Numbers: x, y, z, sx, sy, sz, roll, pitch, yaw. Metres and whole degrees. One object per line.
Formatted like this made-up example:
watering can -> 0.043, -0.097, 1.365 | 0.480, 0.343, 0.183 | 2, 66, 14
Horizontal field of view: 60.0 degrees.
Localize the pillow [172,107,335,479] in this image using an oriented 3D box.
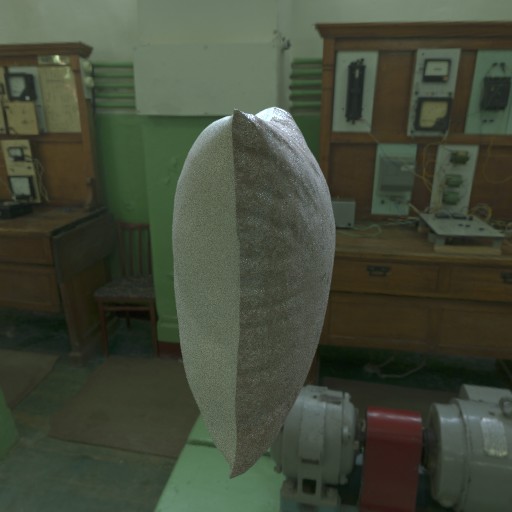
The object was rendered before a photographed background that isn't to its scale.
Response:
pillow -> 0.000, 0.000, 0.701 | 0.245, 0.448, 0.450 | 3, 19, 9
